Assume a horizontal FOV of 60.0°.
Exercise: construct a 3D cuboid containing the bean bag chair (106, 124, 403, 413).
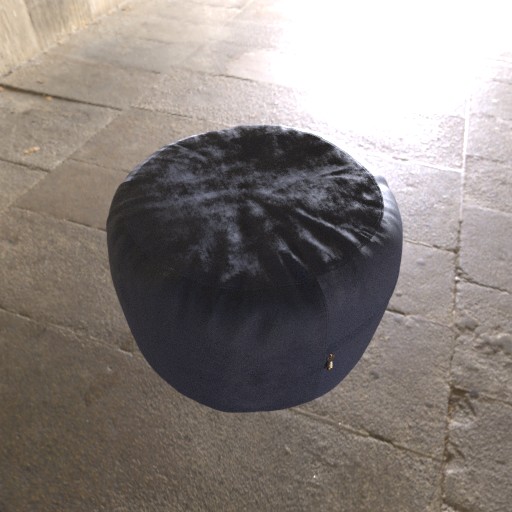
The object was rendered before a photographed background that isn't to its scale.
[{"bbox_3d":[0.000,0.000,1.970,1.219,0.762,1.219,0,46,0],"label":"bean bag chair"}]
